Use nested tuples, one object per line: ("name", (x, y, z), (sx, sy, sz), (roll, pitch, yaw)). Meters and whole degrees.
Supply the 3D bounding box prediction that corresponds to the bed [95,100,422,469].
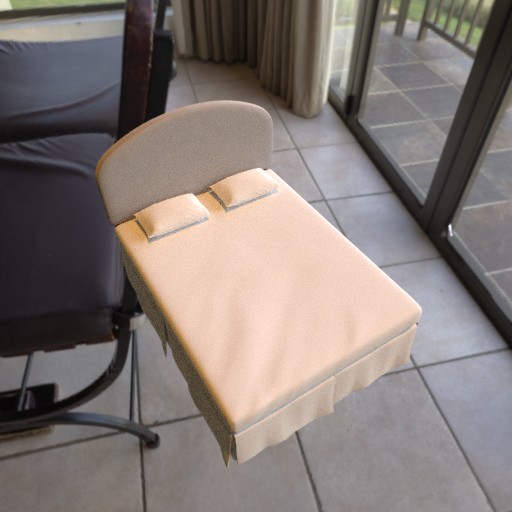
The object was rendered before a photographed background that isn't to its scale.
("bed", (0.000, 0.000, 3.175), (1.607, 1.410, 2.005), (-24, 51, -21))
